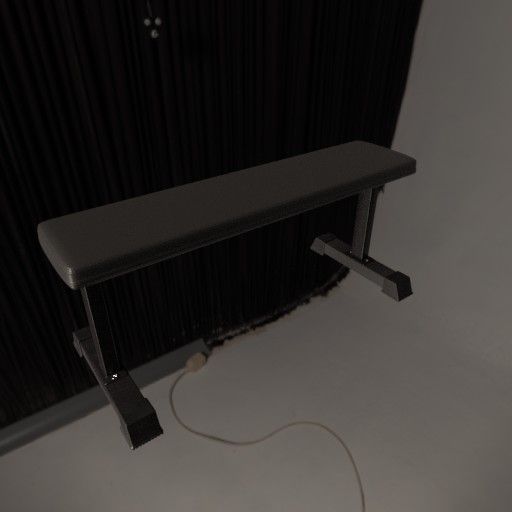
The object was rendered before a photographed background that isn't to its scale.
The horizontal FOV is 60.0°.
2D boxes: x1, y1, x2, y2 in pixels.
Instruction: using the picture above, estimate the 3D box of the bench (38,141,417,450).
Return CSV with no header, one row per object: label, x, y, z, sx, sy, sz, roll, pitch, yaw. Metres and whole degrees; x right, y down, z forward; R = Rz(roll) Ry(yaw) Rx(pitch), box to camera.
bench,0.000,0.000,1.293,1.072,0.453,0.439,-21,37,-30
